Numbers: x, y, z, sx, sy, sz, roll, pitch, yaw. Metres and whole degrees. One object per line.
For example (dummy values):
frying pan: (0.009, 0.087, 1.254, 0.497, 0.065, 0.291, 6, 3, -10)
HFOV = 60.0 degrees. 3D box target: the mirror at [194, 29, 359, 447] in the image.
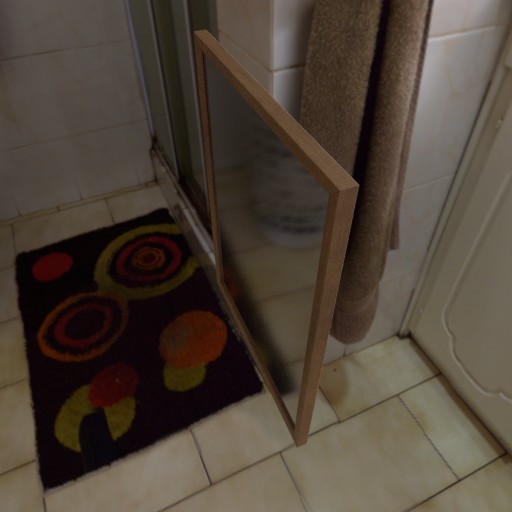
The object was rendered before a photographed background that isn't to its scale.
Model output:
mirror: (0.000, 0.000, 1.306, 0.040, 1.016, 0.762, -17, 48, -16)
